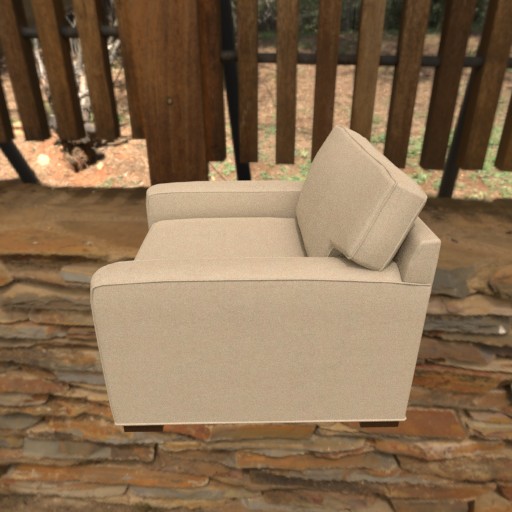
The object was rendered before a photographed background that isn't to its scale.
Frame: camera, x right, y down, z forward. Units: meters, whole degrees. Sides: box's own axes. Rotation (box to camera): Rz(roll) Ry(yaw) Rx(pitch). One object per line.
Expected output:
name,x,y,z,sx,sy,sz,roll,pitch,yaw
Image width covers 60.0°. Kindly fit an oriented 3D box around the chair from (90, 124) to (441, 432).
chair,0.000,0.000,1.814,1.043,0.913,0.998,-1,27,-1
